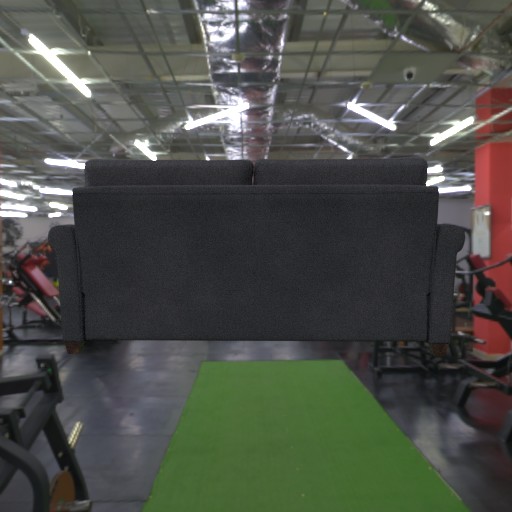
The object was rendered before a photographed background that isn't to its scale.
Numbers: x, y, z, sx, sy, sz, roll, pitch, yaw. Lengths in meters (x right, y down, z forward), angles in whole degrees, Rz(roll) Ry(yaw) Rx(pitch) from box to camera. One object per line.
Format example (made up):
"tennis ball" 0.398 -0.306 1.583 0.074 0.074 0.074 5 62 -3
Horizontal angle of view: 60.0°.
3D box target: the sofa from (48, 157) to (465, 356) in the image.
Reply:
"sofa" 0.000 0.000 2.376 1.935 0.942 0.842 0 0 1
